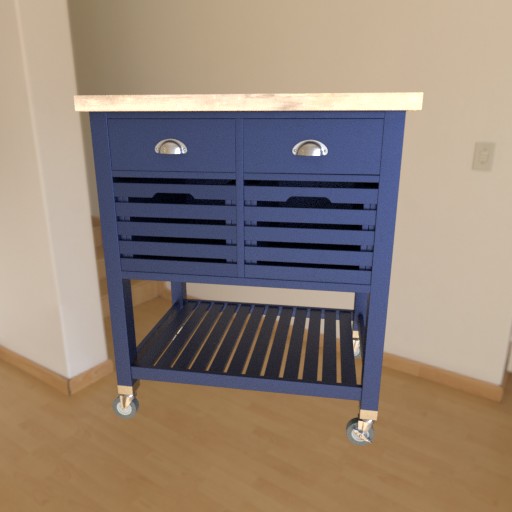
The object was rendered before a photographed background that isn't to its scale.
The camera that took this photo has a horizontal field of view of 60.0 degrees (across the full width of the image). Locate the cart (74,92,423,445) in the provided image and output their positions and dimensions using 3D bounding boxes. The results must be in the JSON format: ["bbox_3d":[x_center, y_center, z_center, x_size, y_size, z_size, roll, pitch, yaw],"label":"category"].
[{"bbox_3d":[0.000,0.000,1.382,0.797,0.920,0.567,3,17,9],"label":"cart"}]
